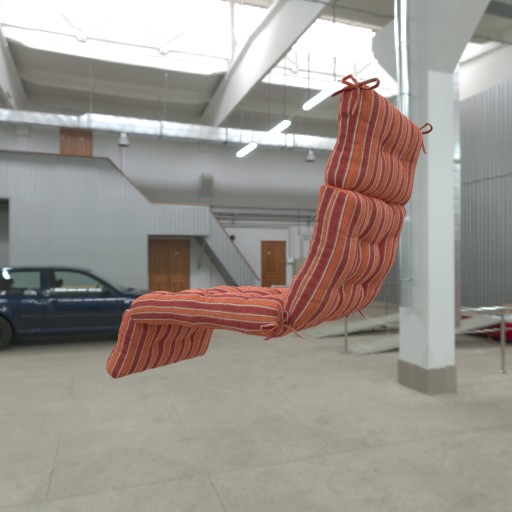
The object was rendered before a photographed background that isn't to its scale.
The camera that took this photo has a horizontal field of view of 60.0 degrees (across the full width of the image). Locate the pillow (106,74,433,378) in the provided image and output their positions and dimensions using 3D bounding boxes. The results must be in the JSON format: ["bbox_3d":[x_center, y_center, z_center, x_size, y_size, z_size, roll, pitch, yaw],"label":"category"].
[{"bbox_3d":[0.000,0.000,1.482,1.016,0.863,0.526,0,0,35],"label":"pillow"}]
